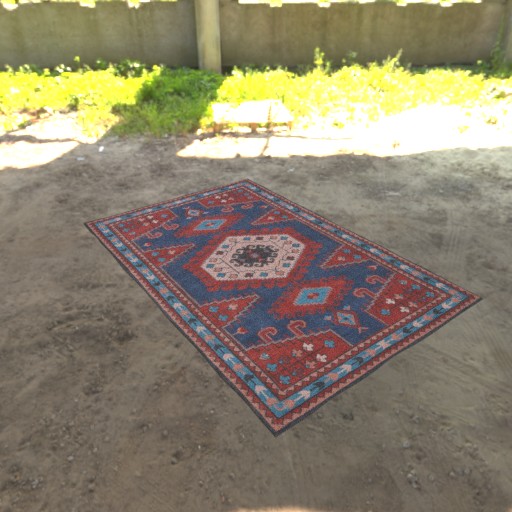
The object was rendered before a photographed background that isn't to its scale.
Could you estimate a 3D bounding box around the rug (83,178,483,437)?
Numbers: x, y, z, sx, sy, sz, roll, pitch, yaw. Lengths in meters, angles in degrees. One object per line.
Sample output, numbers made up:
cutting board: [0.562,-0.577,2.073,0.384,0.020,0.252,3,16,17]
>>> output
rug: [0.000,0.000,2.311,1.207,0.012,1.820,-21,37,-31]
